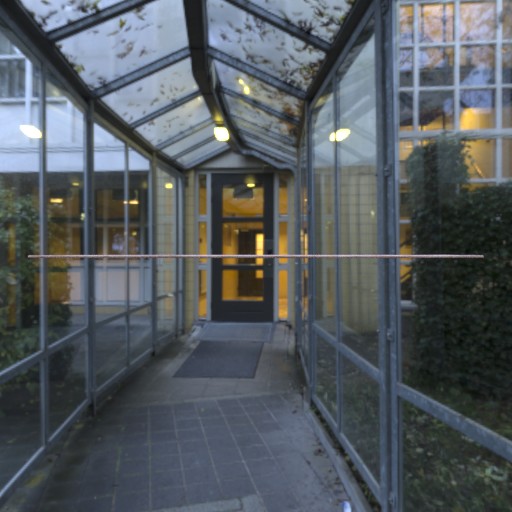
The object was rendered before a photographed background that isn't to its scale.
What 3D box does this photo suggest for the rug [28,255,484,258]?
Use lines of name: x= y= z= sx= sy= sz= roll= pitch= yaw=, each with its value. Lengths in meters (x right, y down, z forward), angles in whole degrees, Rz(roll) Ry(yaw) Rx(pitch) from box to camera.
rug: x=0.000 y=0.000 z=3.085 sx=2.390 sy=0.015 sz=1.609 roll=0 pitch=0 yaw=0
